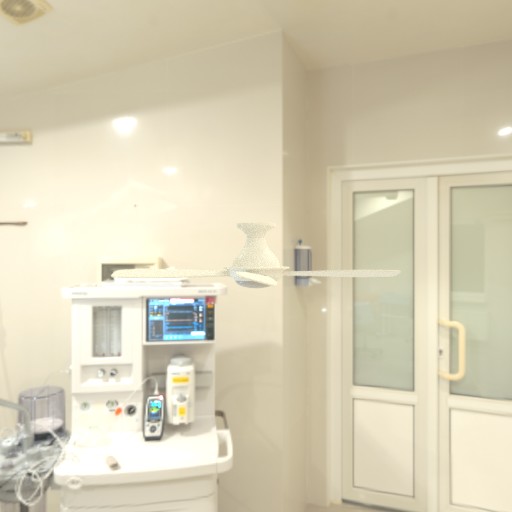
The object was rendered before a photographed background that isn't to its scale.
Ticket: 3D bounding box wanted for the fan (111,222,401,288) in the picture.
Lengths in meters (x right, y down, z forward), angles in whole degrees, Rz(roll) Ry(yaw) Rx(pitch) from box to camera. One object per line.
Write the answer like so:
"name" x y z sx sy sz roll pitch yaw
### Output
"fan" 0.000 0.000 2.633 1.693 0.382 1.694 0 0 0
